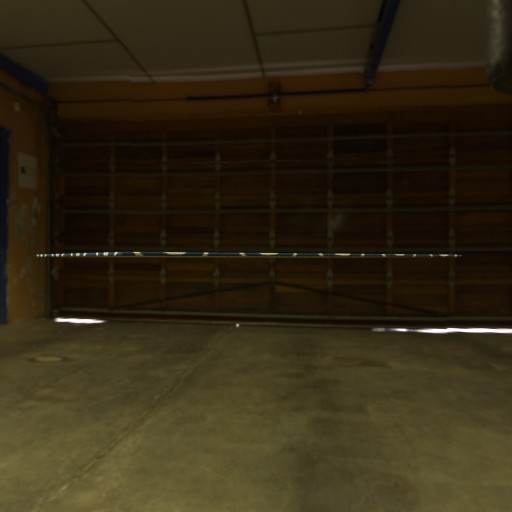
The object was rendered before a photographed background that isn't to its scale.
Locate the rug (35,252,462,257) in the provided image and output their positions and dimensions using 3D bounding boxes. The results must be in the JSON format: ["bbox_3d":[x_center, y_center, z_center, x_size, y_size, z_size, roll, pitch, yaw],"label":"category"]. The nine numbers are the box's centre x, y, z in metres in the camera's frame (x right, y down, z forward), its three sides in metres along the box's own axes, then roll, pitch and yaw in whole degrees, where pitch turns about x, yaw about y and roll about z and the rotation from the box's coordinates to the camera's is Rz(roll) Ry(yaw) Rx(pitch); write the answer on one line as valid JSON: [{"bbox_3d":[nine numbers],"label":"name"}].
[{"bbox_3d":[0.000,0.000,2.164,1.753,0.010,1.143,0,0,-37],"label":"rug"}]
